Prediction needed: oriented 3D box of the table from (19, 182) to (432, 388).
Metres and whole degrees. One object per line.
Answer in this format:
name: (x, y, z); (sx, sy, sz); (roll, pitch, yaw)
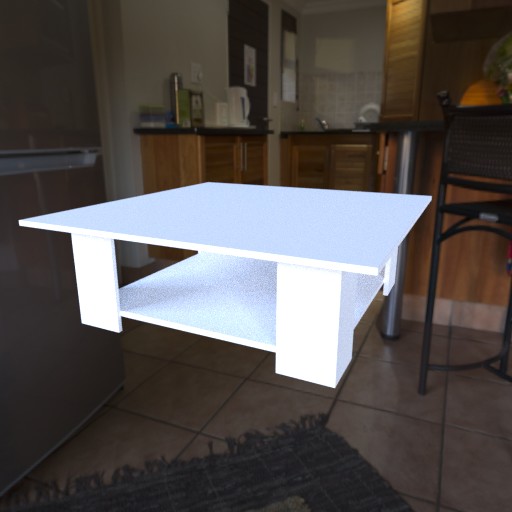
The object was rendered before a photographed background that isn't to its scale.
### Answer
table: (0.000, 0.000, 1.350); (0.890, 0.305, 0.890); (8, 18, 25)
